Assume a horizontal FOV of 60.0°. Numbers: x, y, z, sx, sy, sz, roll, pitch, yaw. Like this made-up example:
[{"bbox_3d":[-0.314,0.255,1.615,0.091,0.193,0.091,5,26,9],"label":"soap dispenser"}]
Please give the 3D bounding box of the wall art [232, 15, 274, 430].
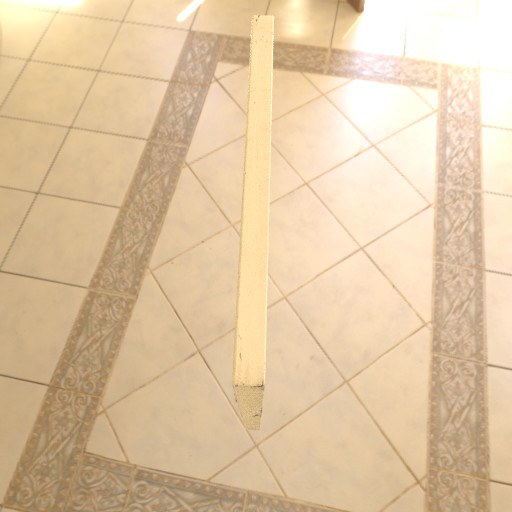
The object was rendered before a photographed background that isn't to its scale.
[{"bbox_3d":[0.000,0.000,0.890,0.040,0.611,0.610,2,65,1],"label":"wall art"}]
